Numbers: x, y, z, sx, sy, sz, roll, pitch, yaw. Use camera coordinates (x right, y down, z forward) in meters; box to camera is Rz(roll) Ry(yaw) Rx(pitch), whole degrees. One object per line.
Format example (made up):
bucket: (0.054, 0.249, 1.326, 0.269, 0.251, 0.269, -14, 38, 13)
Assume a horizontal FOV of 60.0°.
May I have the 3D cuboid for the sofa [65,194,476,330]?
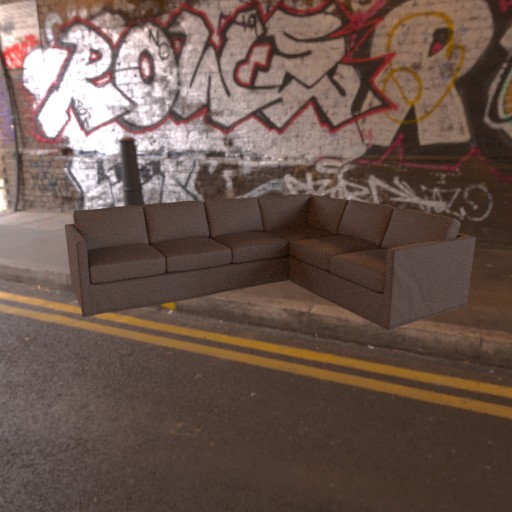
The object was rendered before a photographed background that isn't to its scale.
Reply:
sofa: (0.000, 0.000, 4.311, 3.182, 0.871, 2.432, -8, 17, -28)
